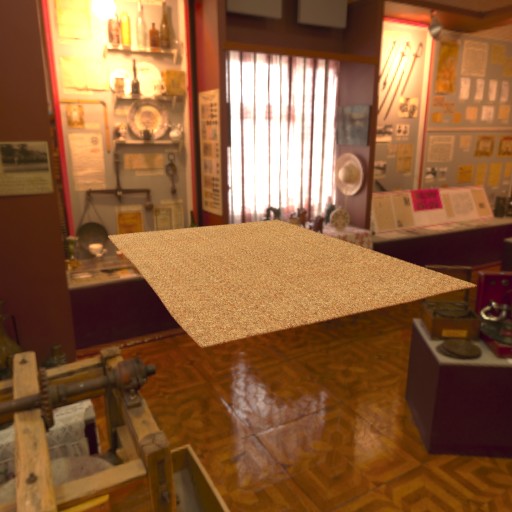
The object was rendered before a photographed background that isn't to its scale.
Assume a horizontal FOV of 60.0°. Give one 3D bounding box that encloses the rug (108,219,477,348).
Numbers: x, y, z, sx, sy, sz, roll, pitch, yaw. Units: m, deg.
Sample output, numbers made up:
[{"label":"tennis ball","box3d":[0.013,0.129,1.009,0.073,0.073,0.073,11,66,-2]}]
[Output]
[{"label":"rug","box3d":[0.000,0.000,2.886,1.566,0.013,2.141,-8,17,-26]}]
